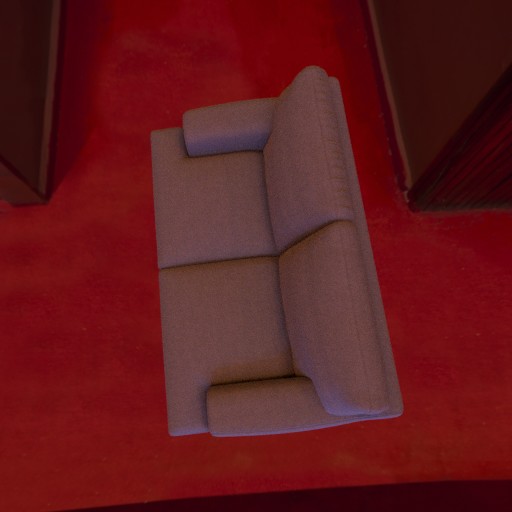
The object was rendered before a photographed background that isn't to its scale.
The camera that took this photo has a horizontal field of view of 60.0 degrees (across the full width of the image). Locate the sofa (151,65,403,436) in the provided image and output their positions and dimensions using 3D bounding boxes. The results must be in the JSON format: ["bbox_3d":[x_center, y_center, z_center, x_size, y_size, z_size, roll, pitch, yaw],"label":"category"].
[{"bbox_3d":[0.000,0.000,2.493,1.140,0.950,1.869,-7,74,-2],"label":"sofa"}]
